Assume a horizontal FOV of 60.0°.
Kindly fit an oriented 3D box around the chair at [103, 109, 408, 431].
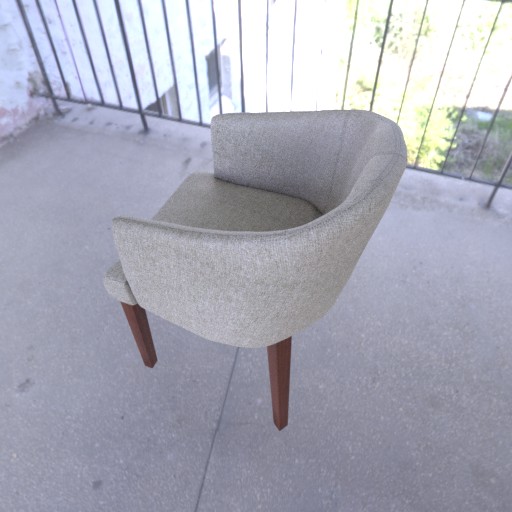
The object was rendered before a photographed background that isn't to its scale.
[{"bbox_3d":[0.000,0.000,1.252,0.655,0.811,0.583,16,48,16],"label":"chair"}]
